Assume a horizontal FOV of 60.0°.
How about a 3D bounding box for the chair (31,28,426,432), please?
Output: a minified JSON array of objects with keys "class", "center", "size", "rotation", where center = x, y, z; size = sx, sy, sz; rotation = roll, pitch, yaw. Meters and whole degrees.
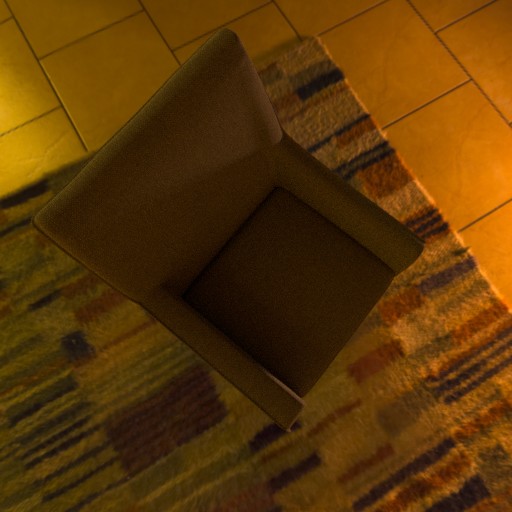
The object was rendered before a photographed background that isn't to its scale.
[{"class":"chair","center":[0.000,0.000,1.561],"size":[0.899,0.919,0.780],"rotation":[38,79,9]}]
